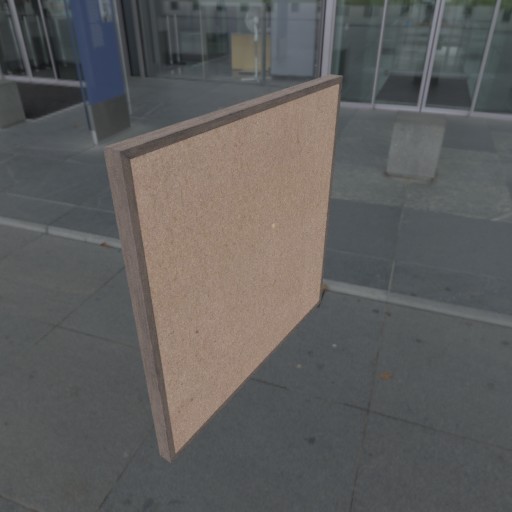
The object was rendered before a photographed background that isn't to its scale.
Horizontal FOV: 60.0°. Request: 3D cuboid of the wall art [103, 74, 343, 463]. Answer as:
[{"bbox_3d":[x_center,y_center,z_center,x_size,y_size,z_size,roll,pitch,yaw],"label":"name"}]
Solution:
[{"bbox_3d":[0.000,0.000,1.131,0.038,0.762,0.762,20,37,29],"label":"wall art"}]
